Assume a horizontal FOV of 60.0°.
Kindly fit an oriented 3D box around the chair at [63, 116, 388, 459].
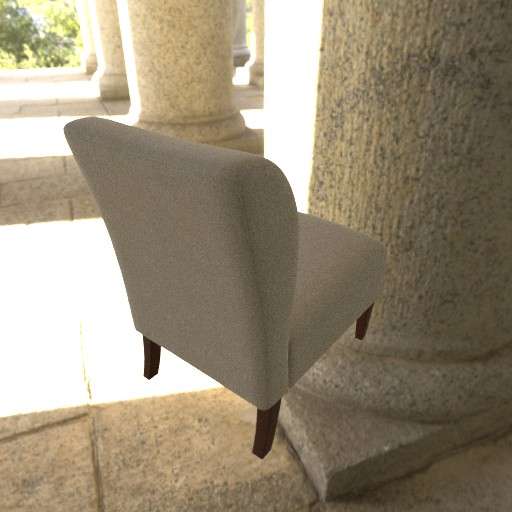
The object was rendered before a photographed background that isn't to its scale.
[{"bbox_3d":[0.000,0.000,1.282,0.521,0.833,0.754,22,36,33],"label":"chair"}]
